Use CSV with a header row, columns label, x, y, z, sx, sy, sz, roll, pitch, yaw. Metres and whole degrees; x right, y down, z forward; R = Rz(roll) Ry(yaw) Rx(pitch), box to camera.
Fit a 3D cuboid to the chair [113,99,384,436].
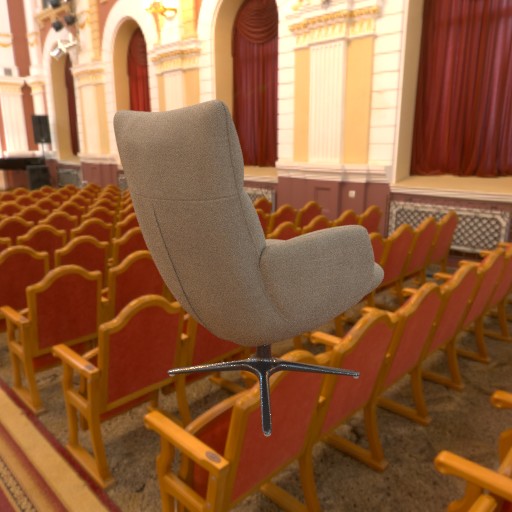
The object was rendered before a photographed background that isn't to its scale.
label,x,y,z,sx,sy,sz,roll,pitch,yaw
chair,0.000,0.000,1.641,0.889,1.016,0.711,-14,20,-43
